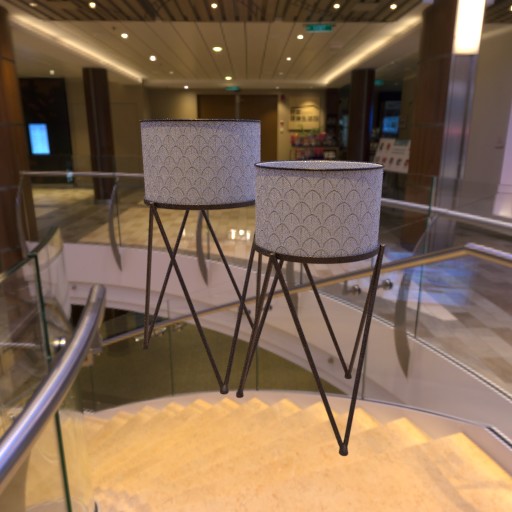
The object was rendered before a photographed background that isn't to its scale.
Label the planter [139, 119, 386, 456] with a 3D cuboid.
[{"bbox_3d":[0.000,0.000,1.211,0.769,0.712,0.413,14,21,41],"label":"planter"}]
